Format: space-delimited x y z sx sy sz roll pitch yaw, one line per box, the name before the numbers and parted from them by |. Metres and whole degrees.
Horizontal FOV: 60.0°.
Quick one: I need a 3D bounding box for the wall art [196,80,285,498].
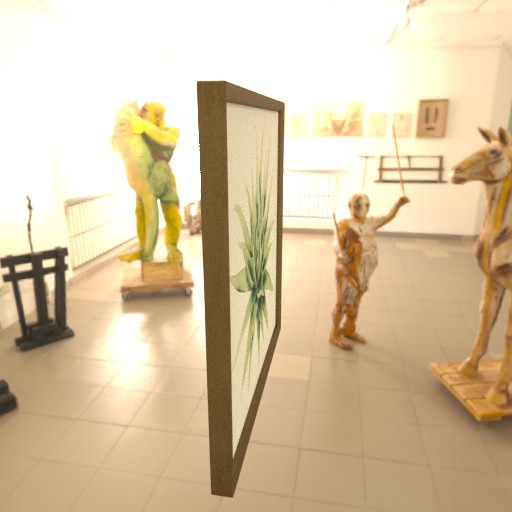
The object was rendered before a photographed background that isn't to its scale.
wall art | 0.000 0.000 0.742 0.030 0.506 0.503 3 17 10
